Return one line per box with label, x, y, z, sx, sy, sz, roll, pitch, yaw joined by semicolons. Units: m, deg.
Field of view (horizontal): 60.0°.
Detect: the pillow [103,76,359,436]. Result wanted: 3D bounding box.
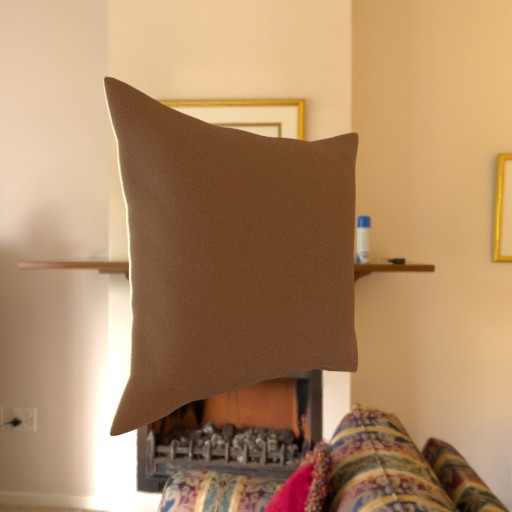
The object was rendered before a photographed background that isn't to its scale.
pillow;0.000;0.000;0.674;0.453;0.443;0.168;-1;1;-35
